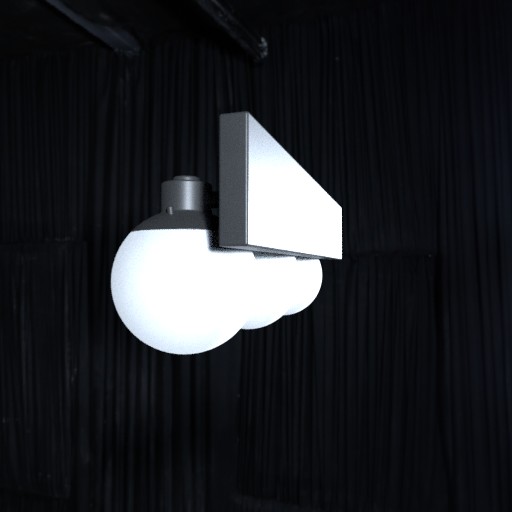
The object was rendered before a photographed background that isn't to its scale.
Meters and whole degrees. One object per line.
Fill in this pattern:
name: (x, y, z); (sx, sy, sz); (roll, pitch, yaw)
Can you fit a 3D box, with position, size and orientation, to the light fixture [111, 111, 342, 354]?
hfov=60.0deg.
light fixture: (0.000, 0.000, 0.803); (0.218, 0.263, 0.721); (-1, -2, 18)
